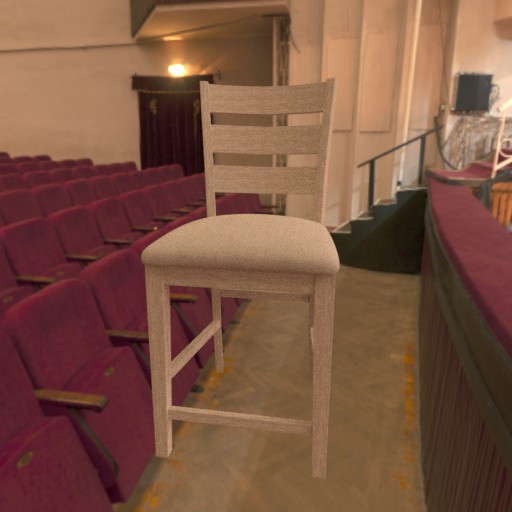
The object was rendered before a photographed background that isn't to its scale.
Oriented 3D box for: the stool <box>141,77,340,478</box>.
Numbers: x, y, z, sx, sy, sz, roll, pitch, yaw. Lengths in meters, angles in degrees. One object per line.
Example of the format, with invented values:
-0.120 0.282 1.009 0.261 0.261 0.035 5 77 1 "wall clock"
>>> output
0.000 0.000 1.314 0.484 1.032 0.569 3 15 10 "stool"
